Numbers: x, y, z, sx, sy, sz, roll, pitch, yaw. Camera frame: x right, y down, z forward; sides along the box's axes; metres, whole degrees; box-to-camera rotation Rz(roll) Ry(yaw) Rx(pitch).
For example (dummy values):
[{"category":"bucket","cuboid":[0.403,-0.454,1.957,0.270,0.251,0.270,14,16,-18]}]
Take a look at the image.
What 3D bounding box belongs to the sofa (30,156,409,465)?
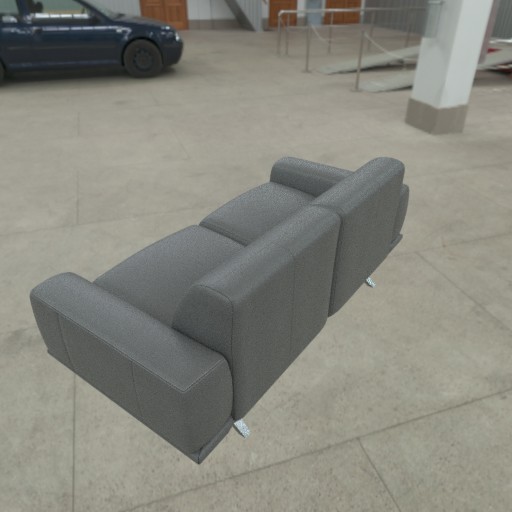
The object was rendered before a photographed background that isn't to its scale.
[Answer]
[{"category":"sofa","cuboid":[0.000,0.000,2.238,0.900,0.772,1.901,21,38,30]}]
